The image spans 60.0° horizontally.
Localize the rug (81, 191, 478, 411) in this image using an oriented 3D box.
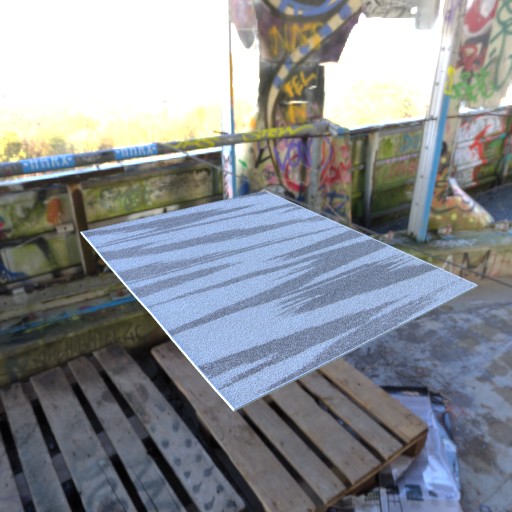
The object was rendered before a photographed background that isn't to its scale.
[{"bbox_3d":[0.000,0.000,4.066,2.353,0.014,2.945,-17,31,-31],"label":"rug"}]
